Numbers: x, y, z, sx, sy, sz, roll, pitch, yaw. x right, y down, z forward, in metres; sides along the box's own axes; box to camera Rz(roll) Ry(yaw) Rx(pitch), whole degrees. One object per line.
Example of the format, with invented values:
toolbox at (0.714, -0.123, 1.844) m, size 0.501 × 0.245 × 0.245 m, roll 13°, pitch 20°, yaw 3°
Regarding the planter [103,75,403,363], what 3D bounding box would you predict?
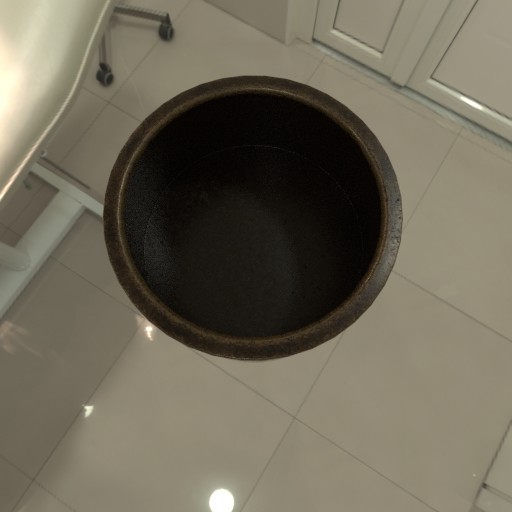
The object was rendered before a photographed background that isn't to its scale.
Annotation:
planter at (0.000, 0.000, 0.727) m, size 0.354 × 0.465 × 0.345 m, roll 31°, pitch 78°, yaw 7°
